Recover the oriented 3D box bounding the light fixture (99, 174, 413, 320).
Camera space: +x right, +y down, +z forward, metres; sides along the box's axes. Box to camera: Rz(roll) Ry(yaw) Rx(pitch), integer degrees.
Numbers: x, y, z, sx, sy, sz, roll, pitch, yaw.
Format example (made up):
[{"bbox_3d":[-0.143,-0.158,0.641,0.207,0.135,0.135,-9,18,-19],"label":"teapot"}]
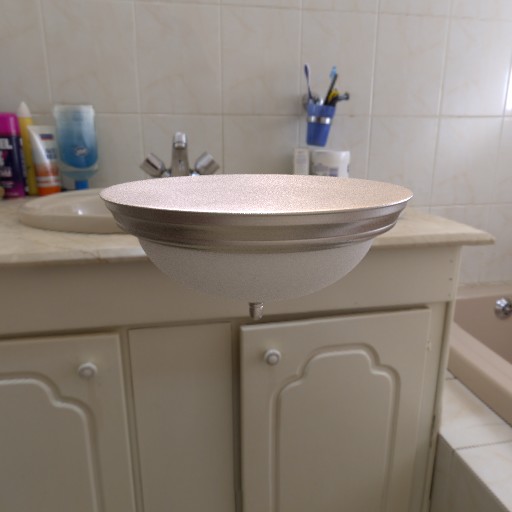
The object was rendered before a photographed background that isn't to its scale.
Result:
[{"bbox_3d":[0.000,0.000,0.434,0.280,0.135,0.280,0,15,0],"label":"light fixture"}]
